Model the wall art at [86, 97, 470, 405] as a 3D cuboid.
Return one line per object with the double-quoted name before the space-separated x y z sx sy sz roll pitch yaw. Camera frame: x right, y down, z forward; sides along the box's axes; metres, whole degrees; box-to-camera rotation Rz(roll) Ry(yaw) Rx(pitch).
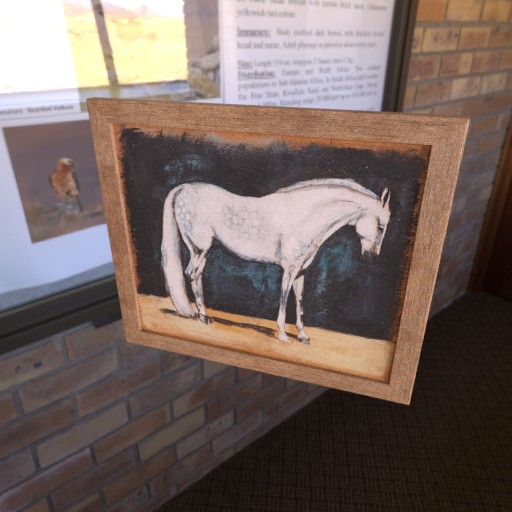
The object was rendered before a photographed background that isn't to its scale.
"wall art" 0.000 0.000 0.910 0.690 0.588 0.026 9 28 16
